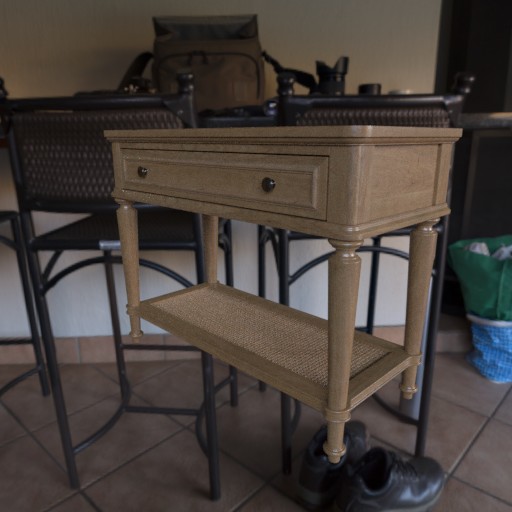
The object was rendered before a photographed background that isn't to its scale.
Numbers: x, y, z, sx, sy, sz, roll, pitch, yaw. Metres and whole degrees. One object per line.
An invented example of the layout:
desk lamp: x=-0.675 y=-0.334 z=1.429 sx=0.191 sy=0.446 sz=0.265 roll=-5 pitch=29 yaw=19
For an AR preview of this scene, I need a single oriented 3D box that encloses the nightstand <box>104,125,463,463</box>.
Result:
nightstand: x=0.000 y=0.000 z=1.276 sx=0.914 sy=0.700 sz=0.432 roll=14 pitch=21 yaw=43
